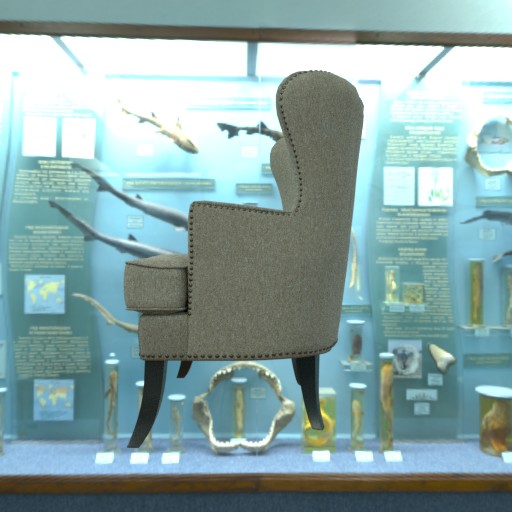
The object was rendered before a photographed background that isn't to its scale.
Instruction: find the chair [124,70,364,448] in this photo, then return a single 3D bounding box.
[{"bbox_3d":[0.000,0.000,1.594,0.758,1.060,0.759,0,-1,0],"label":"chair"}]
